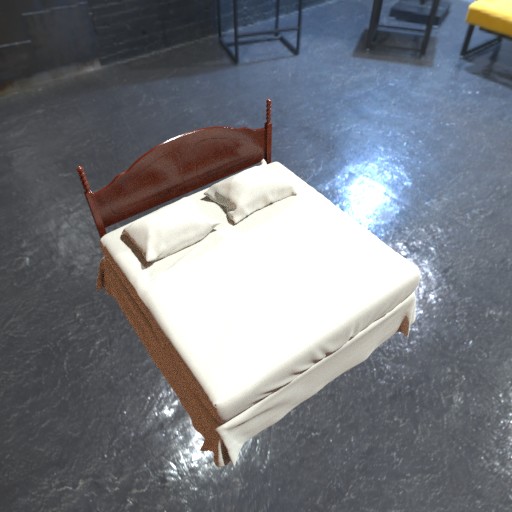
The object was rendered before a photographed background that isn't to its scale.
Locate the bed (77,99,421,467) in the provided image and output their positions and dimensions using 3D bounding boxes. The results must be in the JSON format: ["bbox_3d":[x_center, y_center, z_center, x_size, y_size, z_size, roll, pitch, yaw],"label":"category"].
[{"bbox_3d":[0.000,0.000,3.742,2.322,1.355,2.219,-28,53,-24],"label":"bed"}]
